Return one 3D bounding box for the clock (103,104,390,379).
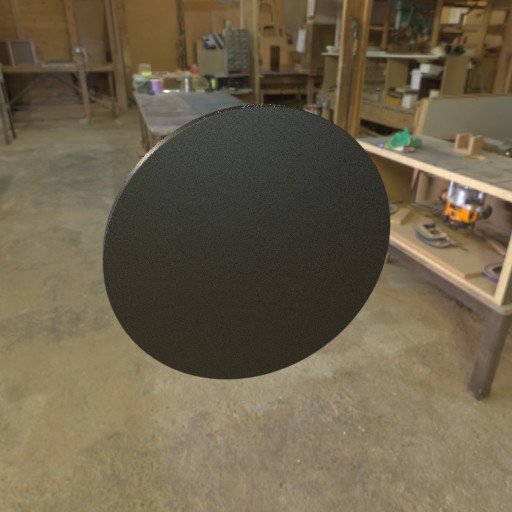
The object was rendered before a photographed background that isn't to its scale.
[{"bbox_3d":[0.000,0.000,0.694,0.454,0.454,0.038,-8,27,-16],"label":"clock"}]
